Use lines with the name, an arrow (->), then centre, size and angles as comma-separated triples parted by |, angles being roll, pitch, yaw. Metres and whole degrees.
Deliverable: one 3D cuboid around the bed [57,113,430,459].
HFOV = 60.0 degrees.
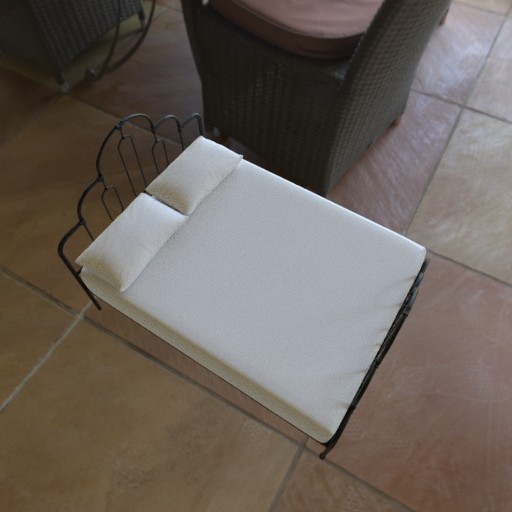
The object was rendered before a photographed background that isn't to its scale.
bed -> 0.000, 0.000, 3.212 | 2.181, 1.444, 1.626 | 29, 63, 16
